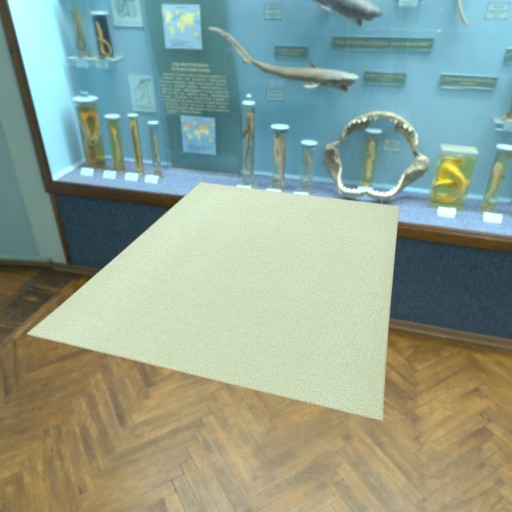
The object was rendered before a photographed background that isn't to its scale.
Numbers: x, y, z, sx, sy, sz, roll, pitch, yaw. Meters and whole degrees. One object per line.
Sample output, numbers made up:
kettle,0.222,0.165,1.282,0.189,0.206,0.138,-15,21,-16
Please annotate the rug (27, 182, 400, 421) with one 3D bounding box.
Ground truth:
rug,0.000,0.000,4.066,2.462,0.018,3.039,9,32,15
